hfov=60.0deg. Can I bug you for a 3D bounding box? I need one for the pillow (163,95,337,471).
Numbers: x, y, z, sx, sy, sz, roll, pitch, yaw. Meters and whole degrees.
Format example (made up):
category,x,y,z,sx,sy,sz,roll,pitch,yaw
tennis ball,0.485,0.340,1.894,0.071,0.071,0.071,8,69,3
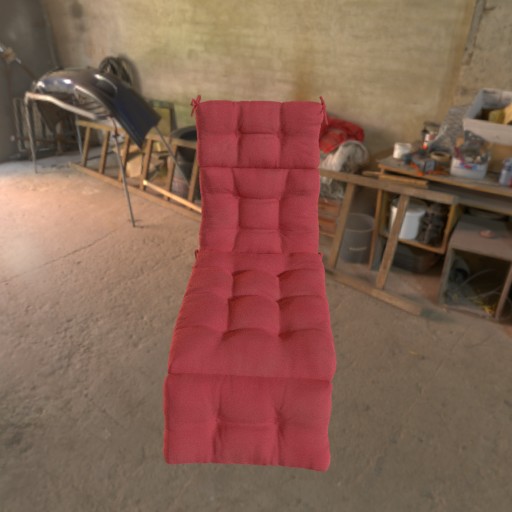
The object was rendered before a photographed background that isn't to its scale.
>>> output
category,x,y,z,sx,sy,sz,roll,pitch,yaw
pillow,0.000,0.000,1.486,0.526,0.863,1.016,1,31,2
